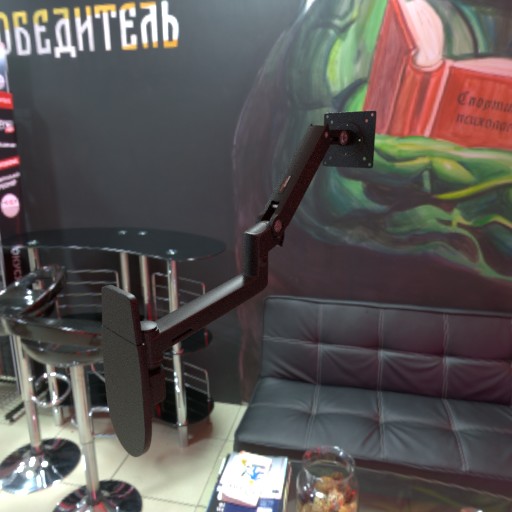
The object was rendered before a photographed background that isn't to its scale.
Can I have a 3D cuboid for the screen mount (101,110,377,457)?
[{"bbox_3d":[0.000,0.000,0.717,0.115,0.466,0.495,14,20,43],"label":"screen mount"}]
